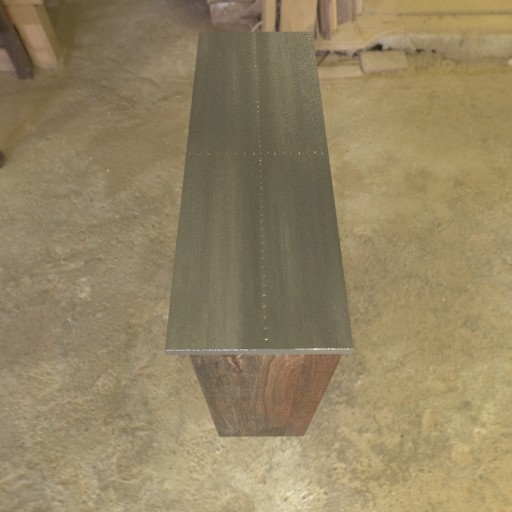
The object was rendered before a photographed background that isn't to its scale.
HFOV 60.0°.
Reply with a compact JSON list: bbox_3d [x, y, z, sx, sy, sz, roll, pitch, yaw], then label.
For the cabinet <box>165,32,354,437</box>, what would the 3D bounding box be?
[{"bbox_3d":[0.000,0.000,1.424,0.338,0.919,0.968,0,58,0],"label":"cabinet"}]
